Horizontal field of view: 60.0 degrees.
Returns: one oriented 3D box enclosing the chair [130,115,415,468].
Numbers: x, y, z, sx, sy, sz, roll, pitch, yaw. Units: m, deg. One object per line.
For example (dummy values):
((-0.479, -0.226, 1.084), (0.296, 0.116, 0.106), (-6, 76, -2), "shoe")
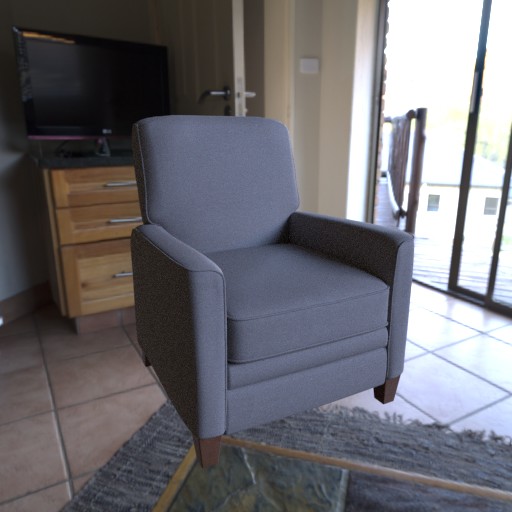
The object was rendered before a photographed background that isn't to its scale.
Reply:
((0.000, 0.000, 1.658), (0.845, 1.023, 0.859), (-8, 17, -27), "chair")
